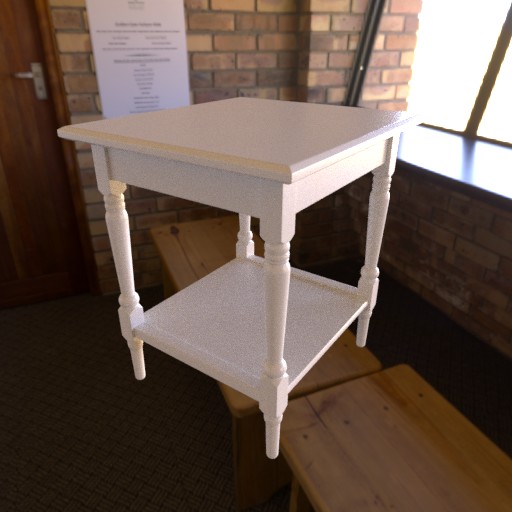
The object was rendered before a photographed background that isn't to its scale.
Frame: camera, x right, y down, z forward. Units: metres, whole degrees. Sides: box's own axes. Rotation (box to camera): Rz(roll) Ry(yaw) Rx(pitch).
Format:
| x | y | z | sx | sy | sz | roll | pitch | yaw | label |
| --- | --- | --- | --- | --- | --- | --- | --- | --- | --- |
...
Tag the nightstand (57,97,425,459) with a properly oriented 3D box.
| x | y | z | sx | sy | sz | roll | pitch | yaw | label |
| --- | --- | --- | --- | --- | --- | --- | --- | --- | --- |
| 0.000 | 0.000 | 0.927 | 0.459 | 0.555 | 0.505 | 18 | 31 | 31 | nightstand |
